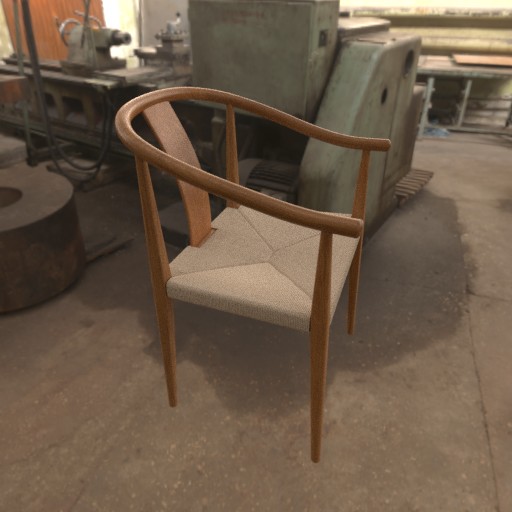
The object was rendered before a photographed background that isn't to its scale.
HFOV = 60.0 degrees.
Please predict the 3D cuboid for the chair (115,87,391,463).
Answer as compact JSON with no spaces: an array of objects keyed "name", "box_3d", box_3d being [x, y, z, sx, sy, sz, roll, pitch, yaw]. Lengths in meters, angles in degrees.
[{"name":"chair","box_3d":[0.000,0.000,1.190,0.579,0.800,0.556,10,32,17]}]
